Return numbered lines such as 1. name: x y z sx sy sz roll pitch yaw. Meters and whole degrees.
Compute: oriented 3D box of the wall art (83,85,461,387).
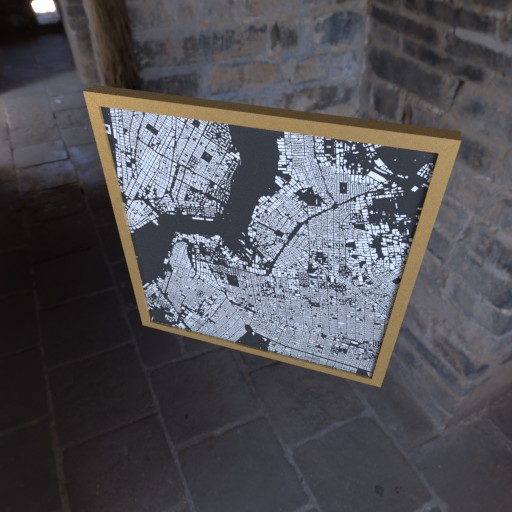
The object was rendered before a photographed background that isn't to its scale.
1. wall art: 0.000 0.000 2.835 1.926 1.926 0.099 12 42 13
